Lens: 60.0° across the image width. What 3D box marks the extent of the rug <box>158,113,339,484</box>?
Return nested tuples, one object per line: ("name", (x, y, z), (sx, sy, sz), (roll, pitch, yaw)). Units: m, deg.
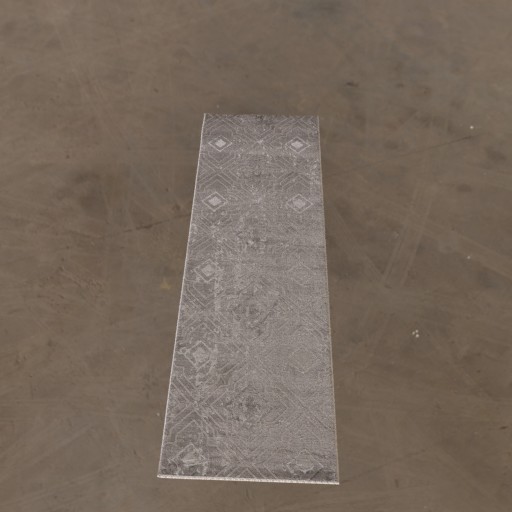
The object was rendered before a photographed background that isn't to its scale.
("rug", (0.000, 0.000, 2.622), (0.832, 0.035, 2.381), (2, 59, 1))
